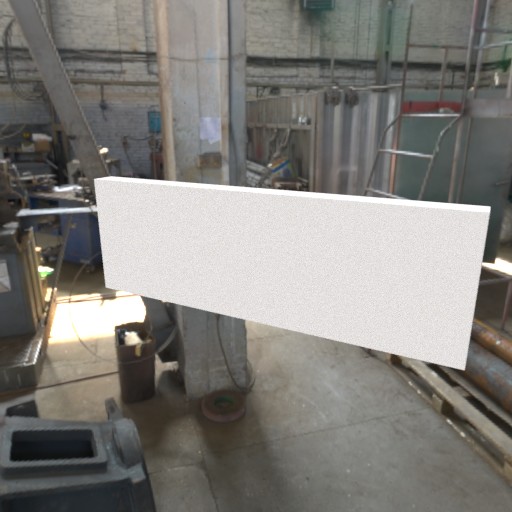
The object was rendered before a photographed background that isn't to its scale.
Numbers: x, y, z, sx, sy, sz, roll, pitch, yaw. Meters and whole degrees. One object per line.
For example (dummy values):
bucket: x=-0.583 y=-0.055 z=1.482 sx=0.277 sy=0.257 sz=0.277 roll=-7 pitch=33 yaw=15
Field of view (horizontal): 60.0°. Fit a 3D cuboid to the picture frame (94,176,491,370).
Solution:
picture frame: x=0.000 y=0.000 z=0.841 sx=0.759 sy=0.250 sz=0.050 roll=9 pitch=19 yaw=26
